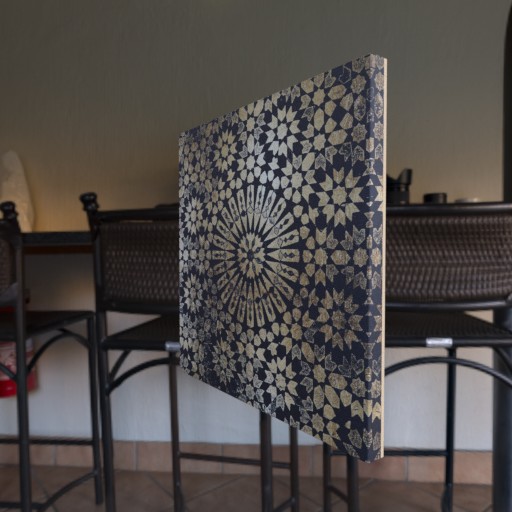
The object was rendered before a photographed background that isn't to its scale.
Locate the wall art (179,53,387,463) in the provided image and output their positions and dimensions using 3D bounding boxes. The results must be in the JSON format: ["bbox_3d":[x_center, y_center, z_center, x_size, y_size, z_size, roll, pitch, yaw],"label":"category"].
[{"bbox_3d":[0.000,0.000,0.912,0.038,0.612,0.612,-1,2,-37],"label":"wall art"}]
